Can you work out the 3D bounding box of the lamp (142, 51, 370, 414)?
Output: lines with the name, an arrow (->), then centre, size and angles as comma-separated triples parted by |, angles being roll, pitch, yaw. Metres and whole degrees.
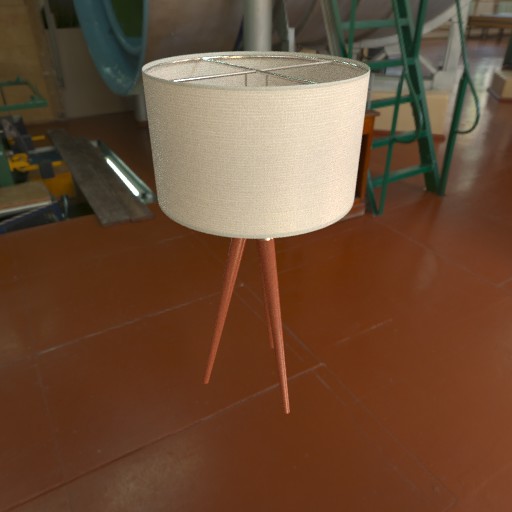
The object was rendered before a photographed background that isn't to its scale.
lamp -> 0.000, 0.000, 0.887 | 0.354, 0.709, 0.355 | 2, 31, 3
